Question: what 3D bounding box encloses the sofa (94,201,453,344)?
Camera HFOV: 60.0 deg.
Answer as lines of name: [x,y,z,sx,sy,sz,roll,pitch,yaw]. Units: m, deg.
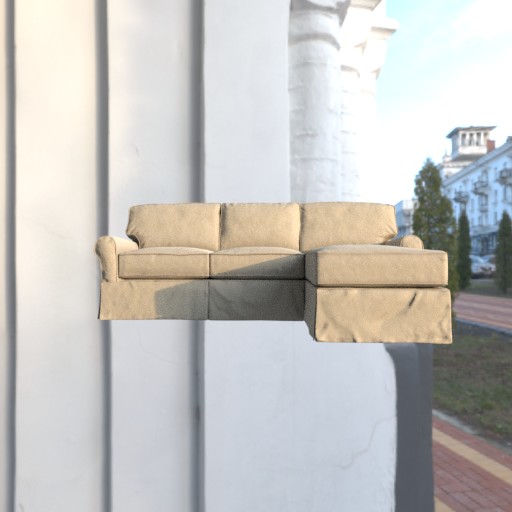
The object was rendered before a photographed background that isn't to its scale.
sofa: [0.000,0.000,3.309,2.475,0.978,1.733,0,0,3]
